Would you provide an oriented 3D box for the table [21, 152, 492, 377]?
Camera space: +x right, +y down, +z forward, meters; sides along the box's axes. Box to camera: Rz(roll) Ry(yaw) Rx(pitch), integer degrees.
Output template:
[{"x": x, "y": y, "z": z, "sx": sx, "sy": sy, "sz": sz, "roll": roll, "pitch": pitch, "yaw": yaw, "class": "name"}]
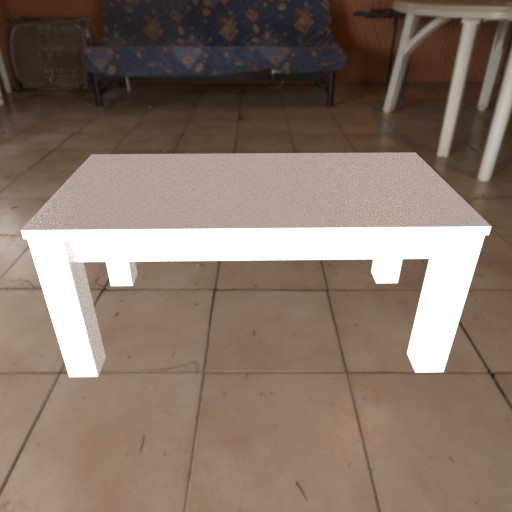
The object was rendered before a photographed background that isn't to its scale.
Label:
[{"x": 0.000, "y": 0.000, "z": 2.280, "sx": 1.800, "sy": 0.790, "sz": 0.900, "roll": -1, "pitch": 31, "yaw": -1, "class": "table"}]
